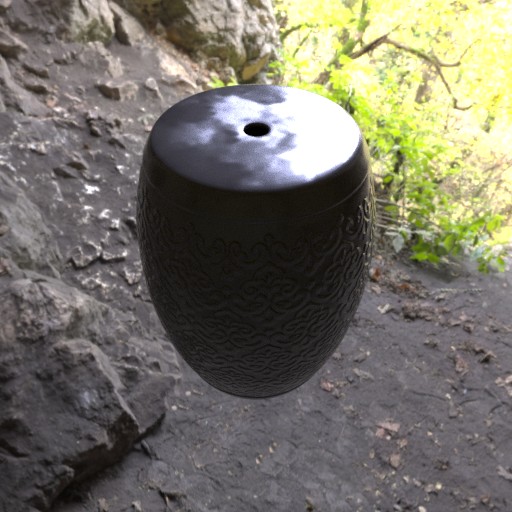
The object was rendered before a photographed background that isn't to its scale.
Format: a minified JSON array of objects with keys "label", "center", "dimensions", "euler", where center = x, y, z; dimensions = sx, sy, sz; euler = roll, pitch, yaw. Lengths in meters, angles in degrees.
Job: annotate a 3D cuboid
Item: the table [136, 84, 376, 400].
[{"label":"table","center":[0.000,0.000,0.623],"dimensions":[0.309,0.397,0.309],"euler":[0,45,0]}]
